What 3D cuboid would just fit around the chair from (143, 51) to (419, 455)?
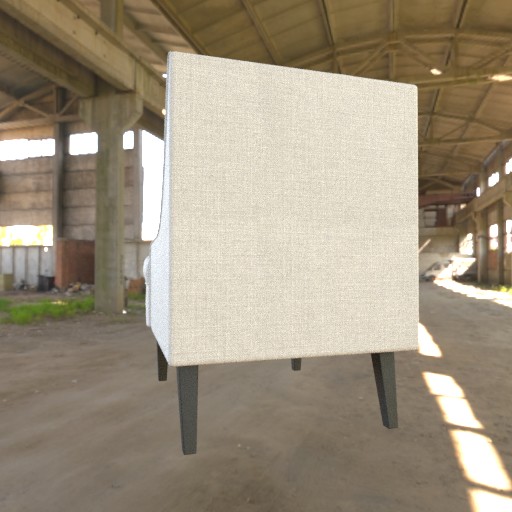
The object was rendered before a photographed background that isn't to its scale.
[{"bbox_3d":[0.000,0.000,1.397,0.658,0.891,0.772,0,-1,-17],"label":"chair"}]
